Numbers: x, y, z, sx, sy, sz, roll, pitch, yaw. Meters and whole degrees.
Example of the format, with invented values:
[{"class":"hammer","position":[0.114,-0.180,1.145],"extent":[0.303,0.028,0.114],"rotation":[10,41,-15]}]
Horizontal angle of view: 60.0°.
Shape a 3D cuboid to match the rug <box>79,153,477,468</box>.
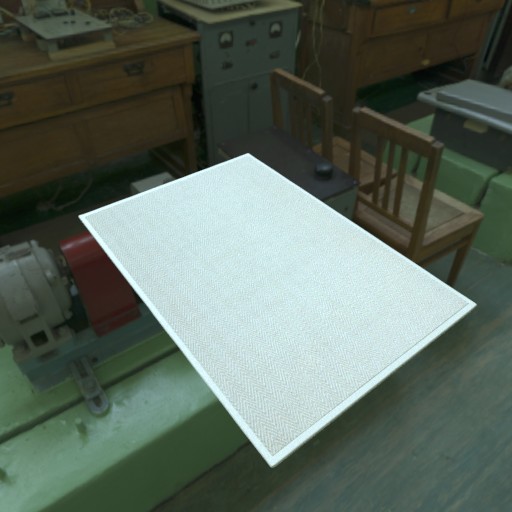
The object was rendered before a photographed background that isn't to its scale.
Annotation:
[{"class":"rug","position":[0.000,0.000,2.889],"extent":[1.532,0.017,2.244],"rotation":[-27,48,-27]}]
